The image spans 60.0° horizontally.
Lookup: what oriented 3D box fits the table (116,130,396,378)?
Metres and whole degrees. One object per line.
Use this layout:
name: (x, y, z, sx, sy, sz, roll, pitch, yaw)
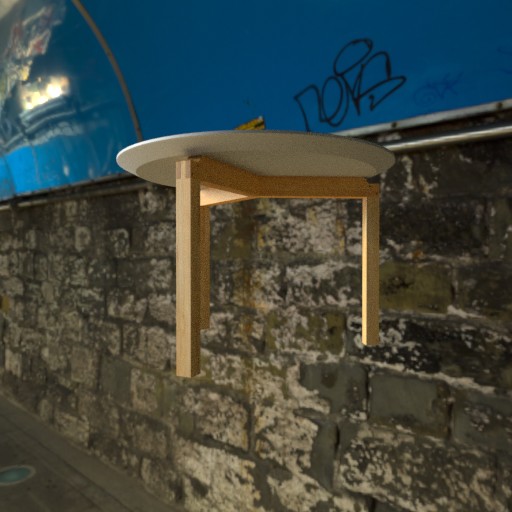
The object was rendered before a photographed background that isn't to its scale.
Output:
table: (0.000, 0.000, 1.001, 0.600, 0.405, 0.600, 0, 1, 0)
